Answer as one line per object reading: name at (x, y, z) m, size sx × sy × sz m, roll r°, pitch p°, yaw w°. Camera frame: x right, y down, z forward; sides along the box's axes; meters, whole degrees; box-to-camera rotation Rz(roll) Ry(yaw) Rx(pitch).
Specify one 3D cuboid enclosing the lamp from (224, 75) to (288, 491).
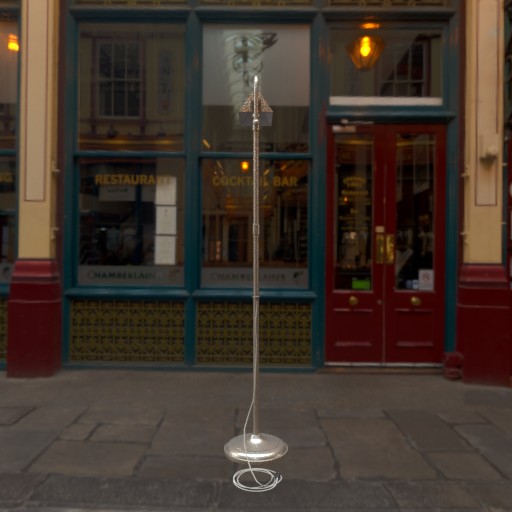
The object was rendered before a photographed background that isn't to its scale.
lamp at (0.000, 0.000, 1.882) m, size 0.256 × 1.571 × 0.813 m, roll 0°, pitch -1°, yaw 0°
